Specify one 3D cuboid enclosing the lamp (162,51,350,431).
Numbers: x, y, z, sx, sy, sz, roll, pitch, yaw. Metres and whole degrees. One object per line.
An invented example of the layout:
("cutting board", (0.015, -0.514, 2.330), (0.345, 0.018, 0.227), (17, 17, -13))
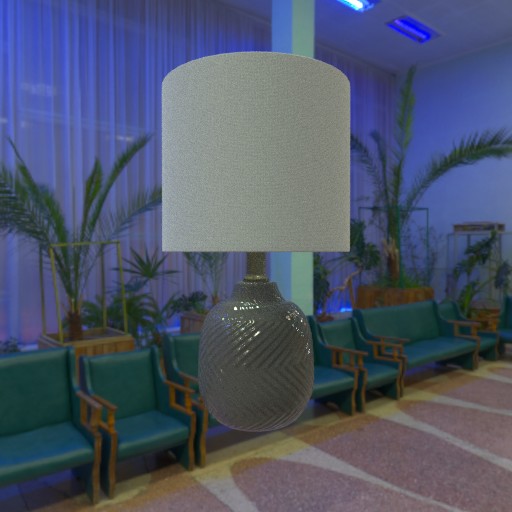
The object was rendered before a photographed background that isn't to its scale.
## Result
("lamp", (0.000, 0.000, 0.499), (0.207, 0.366, 0.207), (-1, 1, -36))
